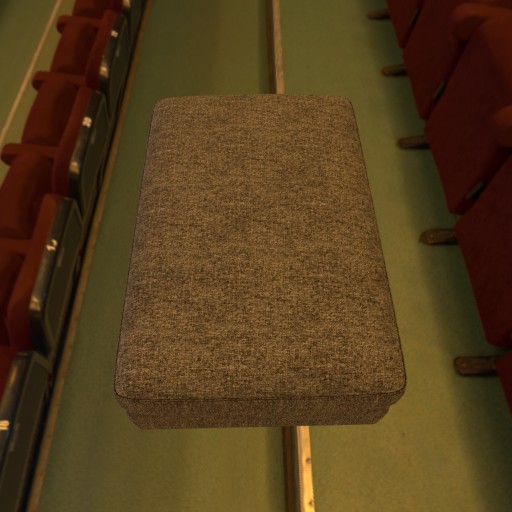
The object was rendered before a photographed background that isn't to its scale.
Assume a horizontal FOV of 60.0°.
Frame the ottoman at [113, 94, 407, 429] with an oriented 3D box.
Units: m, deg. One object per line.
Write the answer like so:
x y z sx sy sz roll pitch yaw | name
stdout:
0.000 0.000 1.195 0.584 0.483 0.864 -1 59 -1 | ottoman
